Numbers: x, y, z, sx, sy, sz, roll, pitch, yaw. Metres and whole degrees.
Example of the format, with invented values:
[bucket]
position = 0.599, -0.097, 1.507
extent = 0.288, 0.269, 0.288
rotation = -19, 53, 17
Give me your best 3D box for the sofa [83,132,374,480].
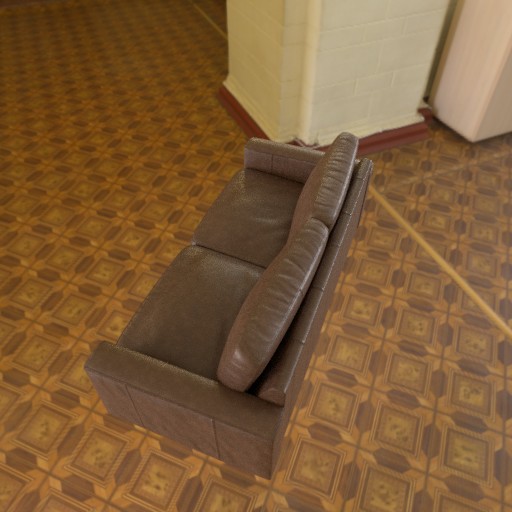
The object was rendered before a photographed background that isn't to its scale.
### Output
[sofa]
position = 0.000, 0.000, 2.773
extent = 1.016, 0.873, 2.179
rotation = 16, 49, 15
